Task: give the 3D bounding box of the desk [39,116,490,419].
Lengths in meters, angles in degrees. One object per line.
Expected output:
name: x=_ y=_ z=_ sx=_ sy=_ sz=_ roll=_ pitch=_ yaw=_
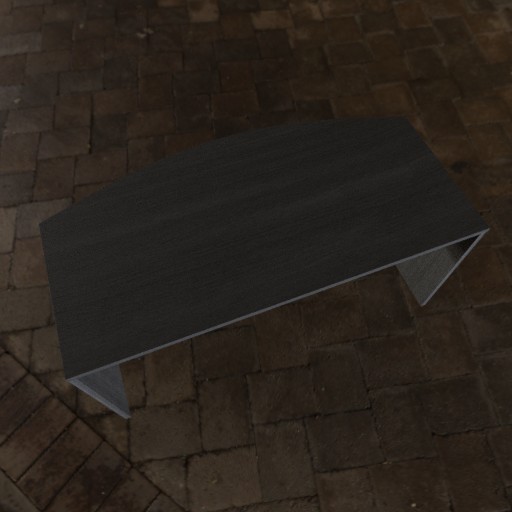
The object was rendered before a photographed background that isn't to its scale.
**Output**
desk: x=0.000 y=0.000 z=2.053 sx=1.600 sy=0.750 sz=0.802 roll=-18 pitch=62 yaw=-10
